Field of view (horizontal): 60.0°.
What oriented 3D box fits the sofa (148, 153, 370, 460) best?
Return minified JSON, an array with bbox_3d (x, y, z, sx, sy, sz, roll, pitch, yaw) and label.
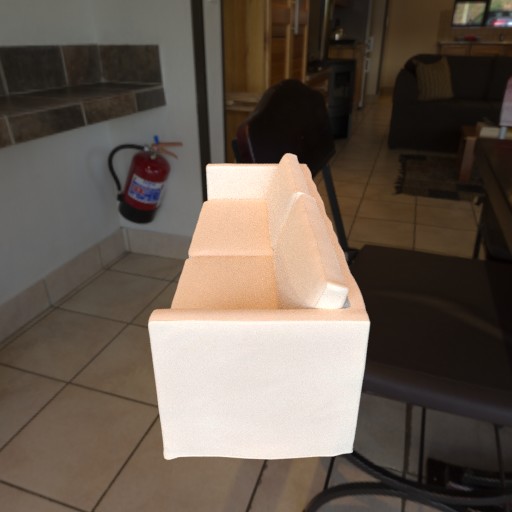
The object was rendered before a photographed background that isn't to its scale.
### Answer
[{"bbox_3d":[0.000,0.000,3.329,1.036,0.999,2.779,0,26,0],"label":"sofa"}]
